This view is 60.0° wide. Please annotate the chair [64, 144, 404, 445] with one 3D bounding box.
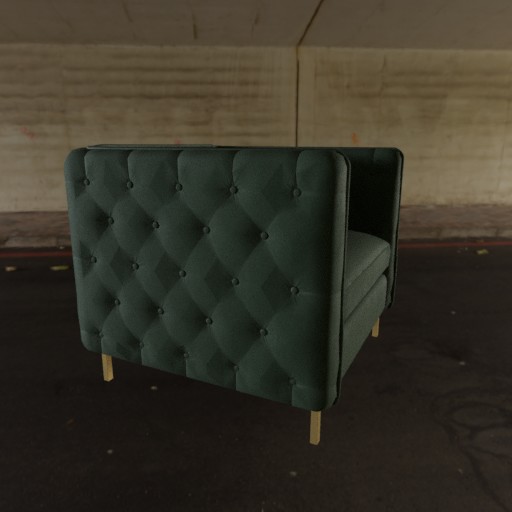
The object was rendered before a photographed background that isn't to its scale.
[{"bbox_3d":[0.000,0.000,1.571,0.855,0.768,0.917,7,16,26],"label":"chair"}]
